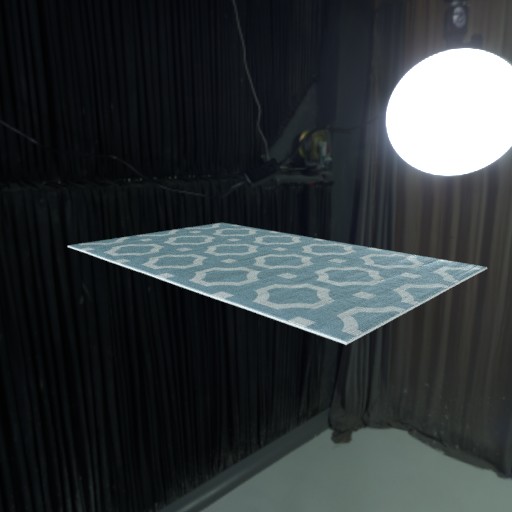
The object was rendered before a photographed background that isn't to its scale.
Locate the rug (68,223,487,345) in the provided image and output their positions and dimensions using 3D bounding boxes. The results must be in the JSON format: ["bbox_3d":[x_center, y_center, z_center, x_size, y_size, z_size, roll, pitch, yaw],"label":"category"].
[{"bbox_3d":[0.000,0.000,2.996,2.443,0.015,1.528,13,18,43],"label":"rug"}]
